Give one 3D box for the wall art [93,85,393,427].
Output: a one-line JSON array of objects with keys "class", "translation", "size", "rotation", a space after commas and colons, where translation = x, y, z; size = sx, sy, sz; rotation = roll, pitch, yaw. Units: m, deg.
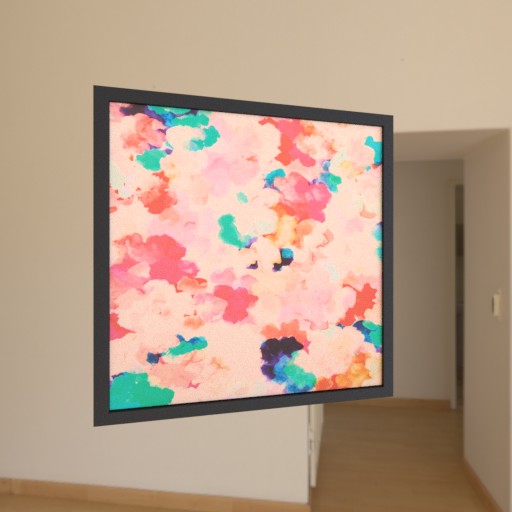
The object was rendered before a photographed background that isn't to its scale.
[{"class": "wall art", "translation": [0.000, 0.000, 0.444], "size": [0.306, 0.304, 0.015], "rotation": [0, 0, -16]}]
